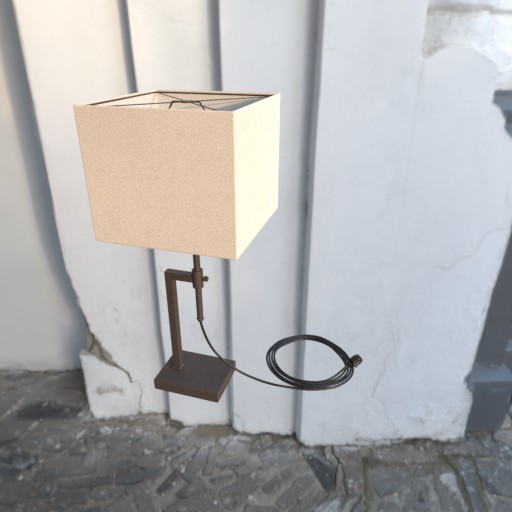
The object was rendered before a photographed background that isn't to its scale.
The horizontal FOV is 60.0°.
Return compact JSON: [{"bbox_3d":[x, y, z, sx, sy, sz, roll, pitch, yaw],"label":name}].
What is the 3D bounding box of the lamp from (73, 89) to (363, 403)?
[{"bbox_3d":[0.000,0.000,0.971,0.504,0.660,0.399,8,27,15],"label":"lamp"}]
